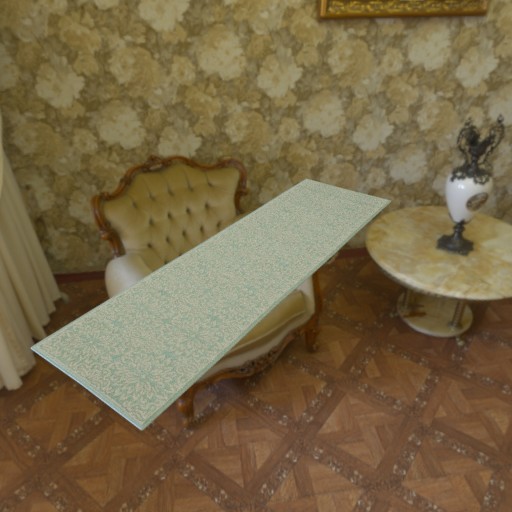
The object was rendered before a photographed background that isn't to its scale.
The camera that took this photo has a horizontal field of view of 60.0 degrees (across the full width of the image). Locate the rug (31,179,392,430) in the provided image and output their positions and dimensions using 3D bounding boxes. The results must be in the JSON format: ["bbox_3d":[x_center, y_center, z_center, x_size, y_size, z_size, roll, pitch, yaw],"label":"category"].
[{"bbox_3d":[0.000,0.000,2.377,0.662,0.011,2.196,21,38,30],"label":"rug"}]
